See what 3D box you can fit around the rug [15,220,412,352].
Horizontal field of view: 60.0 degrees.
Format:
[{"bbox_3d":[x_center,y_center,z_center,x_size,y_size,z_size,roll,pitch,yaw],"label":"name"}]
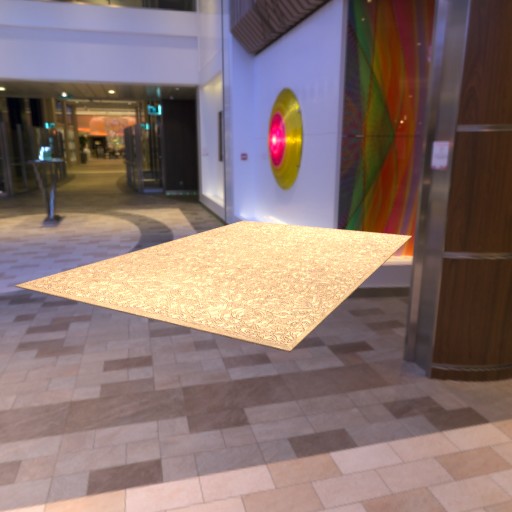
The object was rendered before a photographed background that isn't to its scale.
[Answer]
[{"bbox_3d":[0.000,0.000,2.285,1.221,0.006,1.827,8,16,28],"label":"rug"}]
